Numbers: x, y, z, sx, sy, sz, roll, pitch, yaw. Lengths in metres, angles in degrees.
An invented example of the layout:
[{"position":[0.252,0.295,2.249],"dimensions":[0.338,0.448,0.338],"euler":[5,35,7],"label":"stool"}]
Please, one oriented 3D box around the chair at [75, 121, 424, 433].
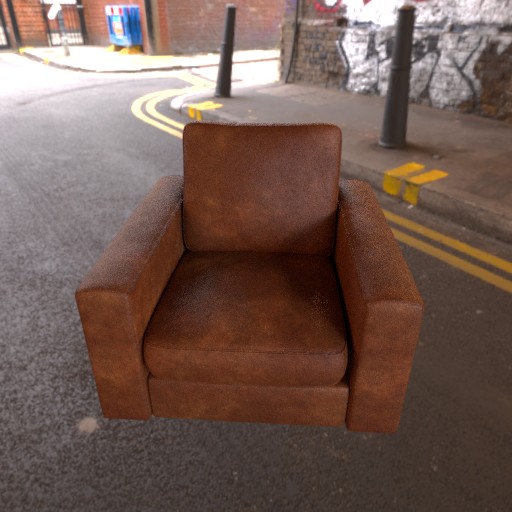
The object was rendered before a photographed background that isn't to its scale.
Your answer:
[{"position":[0.000,0.000,1.707],"dimensions":[1.005,0.873,1.016],"euler":[2,29,3],"label":"chair"}]
